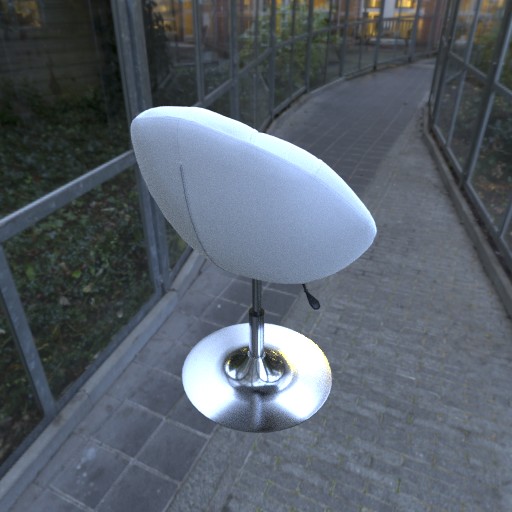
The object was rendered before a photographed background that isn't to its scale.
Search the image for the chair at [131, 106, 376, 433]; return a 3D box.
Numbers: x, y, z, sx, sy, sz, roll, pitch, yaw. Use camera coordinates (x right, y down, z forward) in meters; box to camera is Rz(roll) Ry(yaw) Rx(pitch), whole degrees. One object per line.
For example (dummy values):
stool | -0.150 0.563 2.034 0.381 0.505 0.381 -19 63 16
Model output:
chair | 0.000 0.000 1.799 0.940 1.261 0.736 21 36 32
